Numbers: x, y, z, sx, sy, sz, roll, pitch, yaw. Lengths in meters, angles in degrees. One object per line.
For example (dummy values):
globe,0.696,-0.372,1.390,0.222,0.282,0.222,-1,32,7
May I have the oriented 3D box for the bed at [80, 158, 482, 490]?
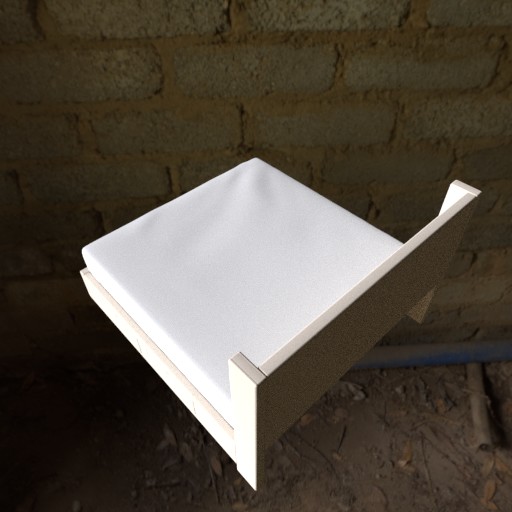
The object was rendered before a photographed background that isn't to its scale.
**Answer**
bed,0.000,0.000,3.629,2.145,1.471,2.293,-34,54,-29
